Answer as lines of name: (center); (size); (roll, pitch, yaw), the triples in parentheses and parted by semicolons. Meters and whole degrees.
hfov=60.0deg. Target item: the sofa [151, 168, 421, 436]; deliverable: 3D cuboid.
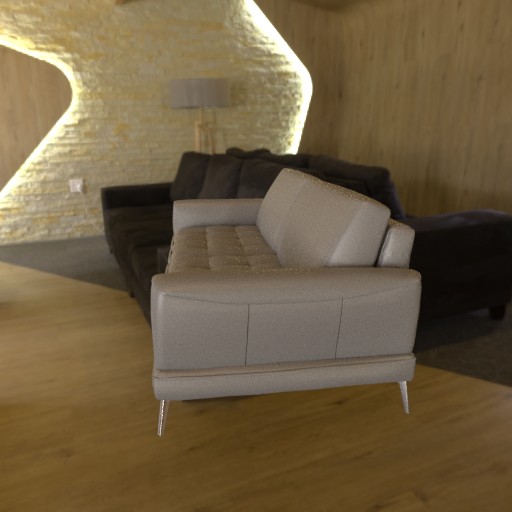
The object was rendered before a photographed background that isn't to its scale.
sofa: (0.000, 0.000, 2.699); (1.121, 0.930, 2.177); (-2, 16, -7)
